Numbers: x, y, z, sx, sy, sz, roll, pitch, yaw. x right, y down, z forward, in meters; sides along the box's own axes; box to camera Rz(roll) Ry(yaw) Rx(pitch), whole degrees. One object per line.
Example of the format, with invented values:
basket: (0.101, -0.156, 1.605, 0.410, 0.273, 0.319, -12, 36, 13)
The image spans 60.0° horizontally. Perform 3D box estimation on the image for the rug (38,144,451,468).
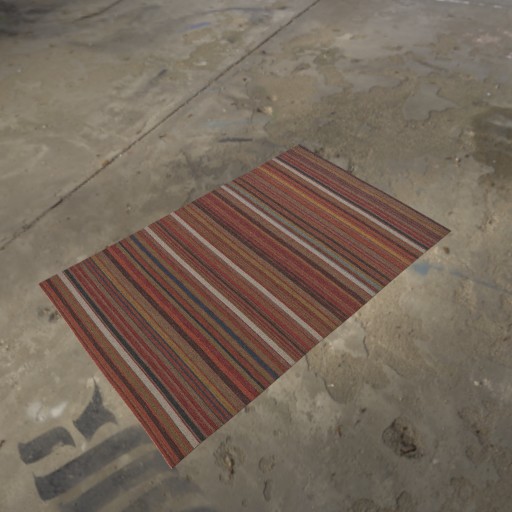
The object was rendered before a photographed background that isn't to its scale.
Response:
rug: (0.000, 0.000, 3.038, 2.438, 0.008, 1.523, -33, 55, -27)
